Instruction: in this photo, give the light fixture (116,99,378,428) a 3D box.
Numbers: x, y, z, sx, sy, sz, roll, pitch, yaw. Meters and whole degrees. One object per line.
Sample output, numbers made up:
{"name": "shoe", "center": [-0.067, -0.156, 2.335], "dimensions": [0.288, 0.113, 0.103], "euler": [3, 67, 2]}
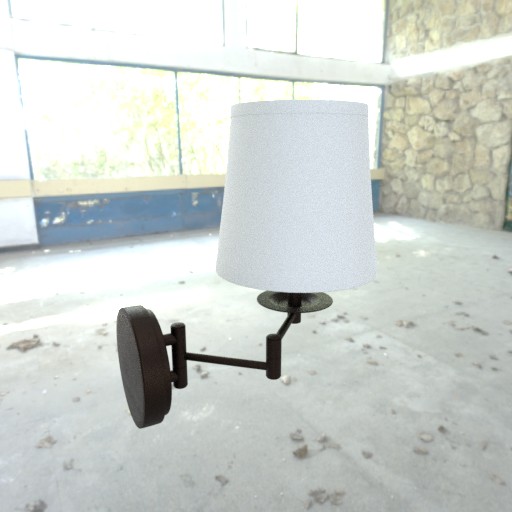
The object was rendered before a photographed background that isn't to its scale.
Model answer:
{"name": "light fixture", "center": [0.000, 0.000, 0.264], "dimensions": [0.157, 0.172, 0.100], "euler": [-7, 15, -27]}
